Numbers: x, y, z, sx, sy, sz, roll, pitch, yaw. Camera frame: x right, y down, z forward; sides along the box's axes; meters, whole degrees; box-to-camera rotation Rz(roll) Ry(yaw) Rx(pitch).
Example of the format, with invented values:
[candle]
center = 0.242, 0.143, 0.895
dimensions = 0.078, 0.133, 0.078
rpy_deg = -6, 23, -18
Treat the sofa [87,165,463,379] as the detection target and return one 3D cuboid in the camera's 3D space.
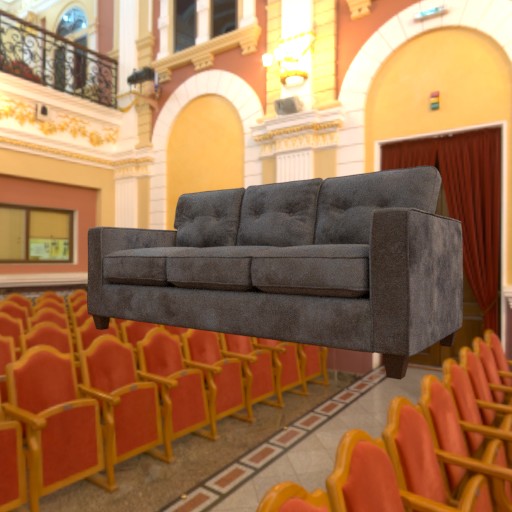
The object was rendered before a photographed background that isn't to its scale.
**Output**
[sofa]
center = 0.000, 0.000, 2.655
dimensions = 2.133, 0.965, 0.939
rpy_deg = 0, 0, 36
